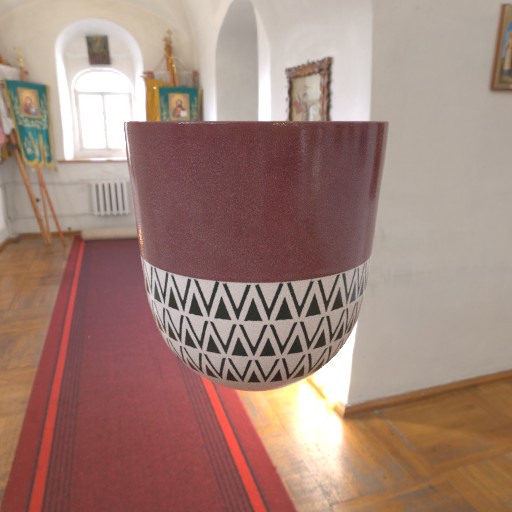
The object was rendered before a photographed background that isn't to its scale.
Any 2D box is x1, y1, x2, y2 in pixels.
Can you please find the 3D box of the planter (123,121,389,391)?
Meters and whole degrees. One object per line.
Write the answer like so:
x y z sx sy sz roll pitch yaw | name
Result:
0.000 0.000 0.368 0.195 0.214 0.195 0 17 0 | planter
